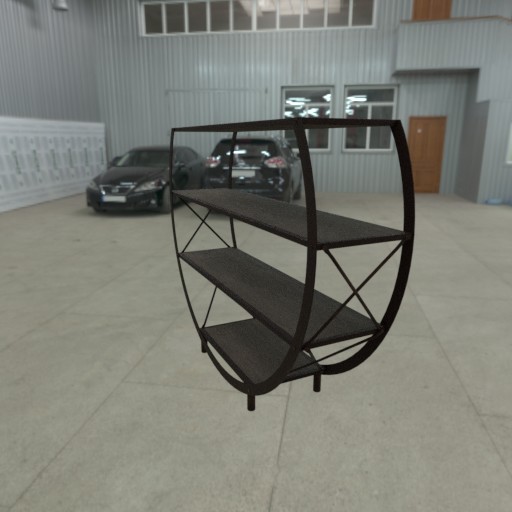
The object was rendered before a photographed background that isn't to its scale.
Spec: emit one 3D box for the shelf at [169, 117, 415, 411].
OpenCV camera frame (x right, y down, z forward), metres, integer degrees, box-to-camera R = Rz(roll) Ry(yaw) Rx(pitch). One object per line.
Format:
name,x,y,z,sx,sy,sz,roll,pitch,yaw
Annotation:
shelf,0.000,0.000,1.873,0.344,1.063,1.403,-7,16,-25
